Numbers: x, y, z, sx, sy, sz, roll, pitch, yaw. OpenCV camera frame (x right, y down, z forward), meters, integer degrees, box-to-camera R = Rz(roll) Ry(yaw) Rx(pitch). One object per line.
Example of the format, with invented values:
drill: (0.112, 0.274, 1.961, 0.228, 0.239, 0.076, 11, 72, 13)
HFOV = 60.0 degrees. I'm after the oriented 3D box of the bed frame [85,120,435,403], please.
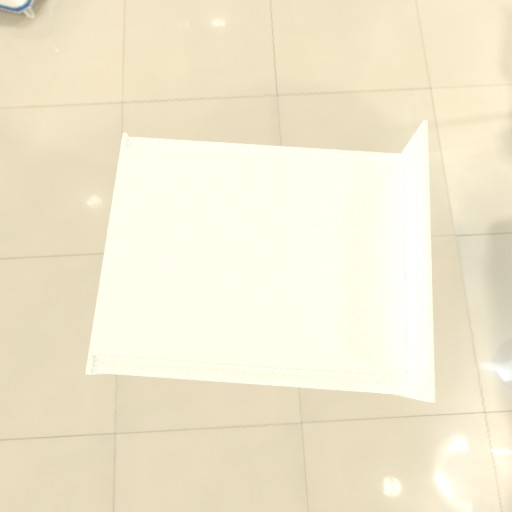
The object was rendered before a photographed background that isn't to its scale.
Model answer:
bed frame: (0.000, 0.000, 2.876, 1.960, 0.800, 1.622, 4, 76, 1)
